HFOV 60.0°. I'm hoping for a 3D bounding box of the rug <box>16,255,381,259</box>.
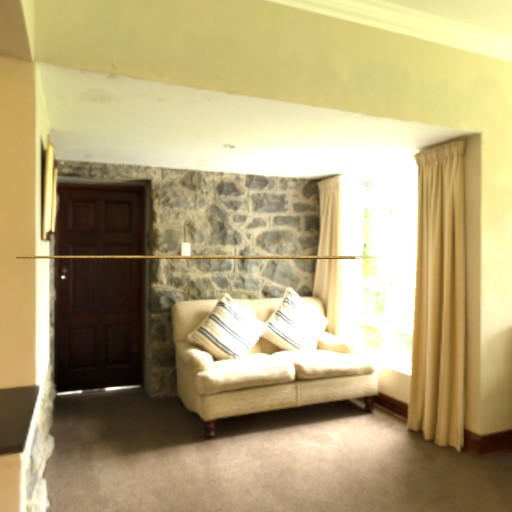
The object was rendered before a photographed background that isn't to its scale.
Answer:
[{"bbox_3d":[0.000,0.000,2.964,1.527,0.021,2.447,0,0,18],"label":"rug"}]
